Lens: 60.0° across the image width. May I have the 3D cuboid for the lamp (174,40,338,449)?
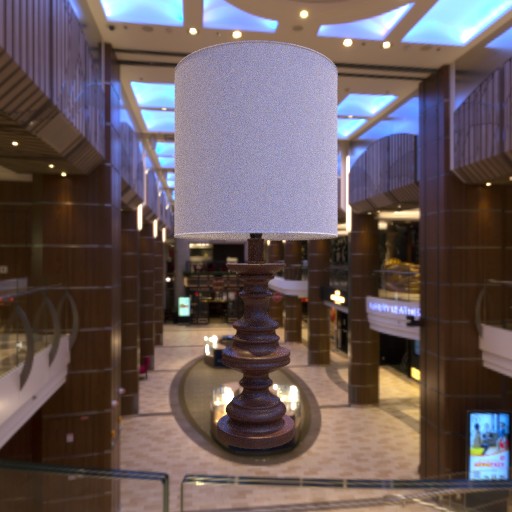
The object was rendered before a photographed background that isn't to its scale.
[{"bbox_3d":[0.000,0.000,0.573,0.208,0.455,0.208,0,0,36],"label":"lamp"}]
